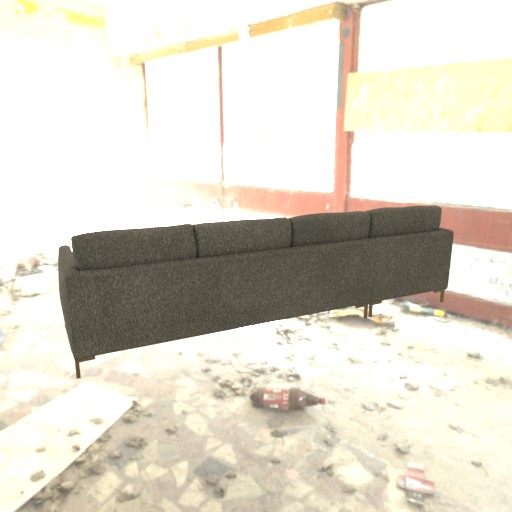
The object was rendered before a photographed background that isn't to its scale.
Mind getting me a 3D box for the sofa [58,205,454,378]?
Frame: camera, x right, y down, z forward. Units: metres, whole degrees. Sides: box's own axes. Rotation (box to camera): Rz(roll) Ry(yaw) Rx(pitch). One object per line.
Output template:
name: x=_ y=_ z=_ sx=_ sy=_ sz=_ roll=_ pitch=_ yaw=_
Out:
sofa: x=0.000 y=0.000 z=3.560 sx=2.932 sy=0.810 sz=1.350 roll=-7 pitch=16 yaw=-25
